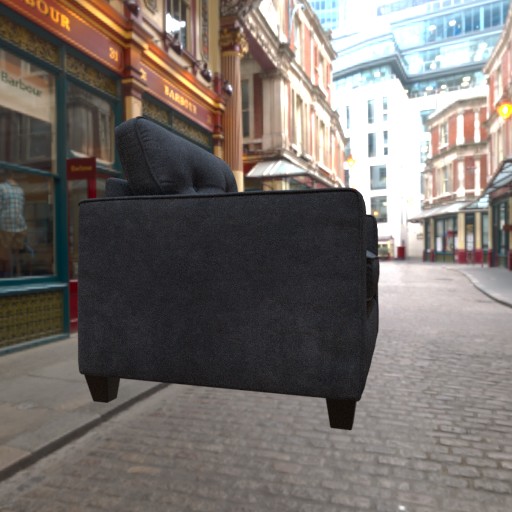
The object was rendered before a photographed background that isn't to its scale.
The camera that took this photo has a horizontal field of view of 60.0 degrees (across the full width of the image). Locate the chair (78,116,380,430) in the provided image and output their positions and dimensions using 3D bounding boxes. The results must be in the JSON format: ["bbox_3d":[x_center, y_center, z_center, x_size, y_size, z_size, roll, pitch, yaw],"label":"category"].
[{"bbox_3d":[0.000,0.000,1.775,0.939,0.965,1.015,0,0,18],"label":"chair"}]
